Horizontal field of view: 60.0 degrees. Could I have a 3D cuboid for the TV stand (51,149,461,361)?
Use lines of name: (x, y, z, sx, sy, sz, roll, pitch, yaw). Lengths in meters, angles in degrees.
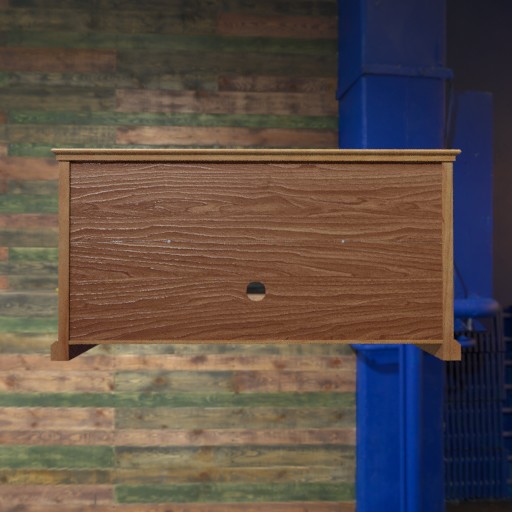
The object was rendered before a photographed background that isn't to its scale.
TV stand: (0.000, 0.000, 1.473, 1.181, 0.607, 0.417, 0, -1, -1)
